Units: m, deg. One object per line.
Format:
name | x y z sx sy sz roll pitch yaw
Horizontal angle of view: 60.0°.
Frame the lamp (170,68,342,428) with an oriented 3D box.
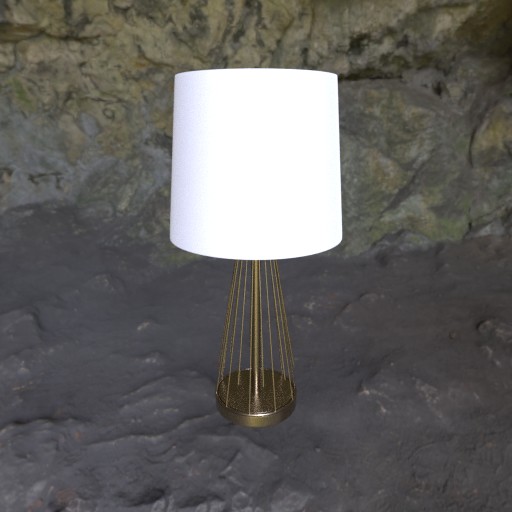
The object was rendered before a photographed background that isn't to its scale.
lamp | 0.000 0.000 0.806 0.303 0.618 0.303 0 17 0
